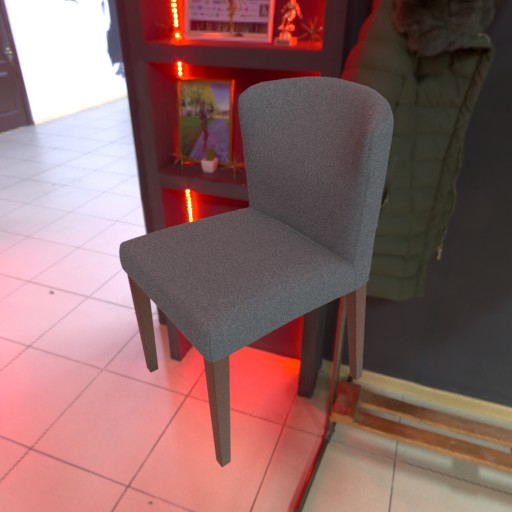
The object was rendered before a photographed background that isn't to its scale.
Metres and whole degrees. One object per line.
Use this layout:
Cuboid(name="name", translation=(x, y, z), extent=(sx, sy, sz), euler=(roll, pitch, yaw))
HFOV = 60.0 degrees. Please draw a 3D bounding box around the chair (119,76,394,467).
Cuboid(name="chair", translation=(0.000, 0.000, 1.189), extent=(0.592, 0.839, 0.491), euler=(-21, 36, -31))
